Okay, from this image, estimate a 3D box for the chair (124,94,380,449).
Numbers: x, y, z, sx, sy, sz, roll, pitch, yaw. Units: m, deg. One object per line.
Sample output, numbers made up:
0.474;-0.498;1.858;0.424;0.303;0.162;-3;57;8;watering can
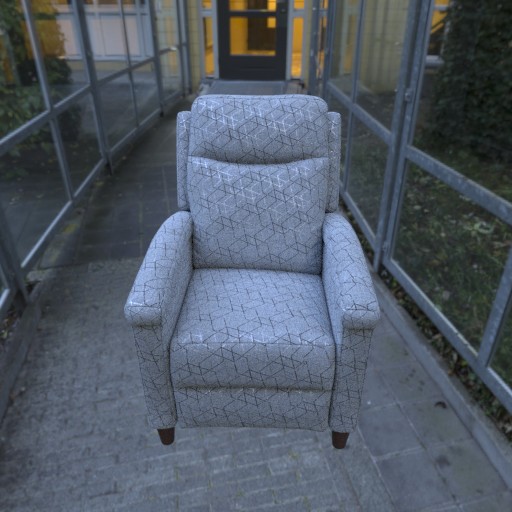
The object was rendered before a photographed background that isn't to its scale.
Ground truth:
0.000;0.000;1.689;0.753;1.048;0.987;1;30;1;chair
